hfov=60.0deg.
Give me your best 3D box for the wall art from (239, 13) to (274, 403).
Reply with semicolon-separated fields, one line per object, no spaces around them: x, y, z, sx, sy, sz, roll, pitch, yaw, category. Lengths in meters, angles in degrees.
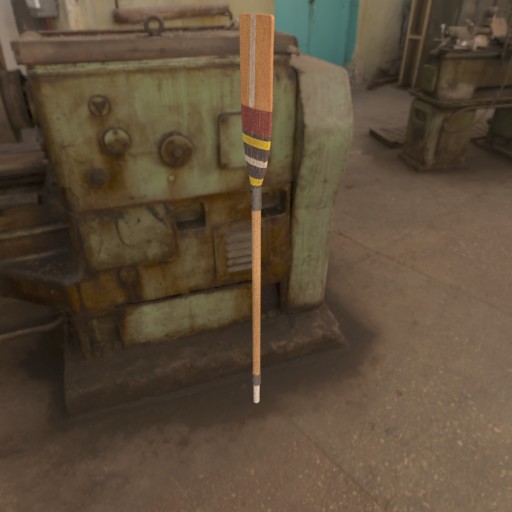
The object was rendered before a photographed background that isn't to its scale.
0.000;0.000;1.621;0.038;1.556;0.146;-22;38;-32;wall art
